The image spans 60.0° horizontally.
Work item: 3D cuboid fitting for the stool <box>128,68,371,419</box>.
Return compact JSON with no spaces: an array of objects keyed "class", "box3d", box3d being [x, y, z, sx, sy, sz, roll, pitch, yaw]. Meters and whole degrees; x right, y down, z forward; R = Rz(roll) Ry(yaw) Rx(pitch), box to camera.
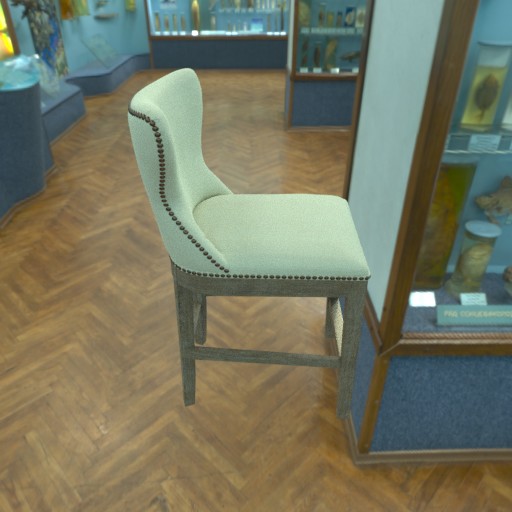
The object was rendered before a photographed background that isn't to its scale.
[{"class":"stool","box3d":[0.000,0.000,1.334,0.608,0.981,0.498,1,33,2]}]
